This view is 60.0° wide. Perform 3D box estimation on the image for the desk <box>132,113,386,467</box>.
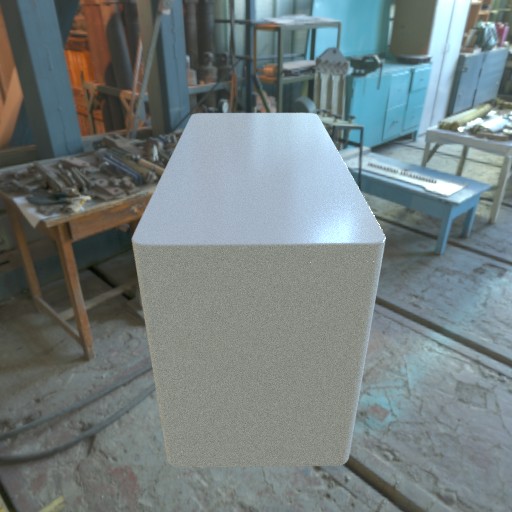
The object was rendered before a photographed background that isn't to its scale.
[{"bbox_3d":[0.000,0.000,1.636,0.550,0.760,1.200,0,31,-1],"label":"desk"}]
